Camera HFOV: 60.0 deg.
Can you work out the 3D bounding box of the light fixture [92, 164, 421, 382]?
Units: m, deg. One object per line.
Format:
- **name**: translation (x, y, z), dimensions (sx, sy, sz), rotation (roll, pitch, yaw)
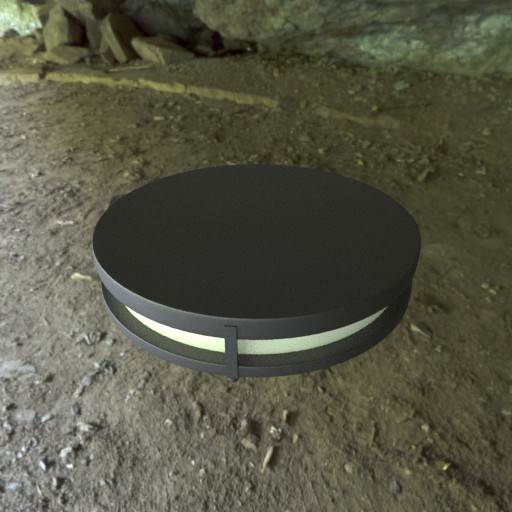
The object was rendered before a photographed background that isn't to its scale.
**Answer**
- **light fixture**: translation (0.000, 0.000, 0.526), dimensions (0.356, 0.102, 0.356), rotation (0, 31, 0)
